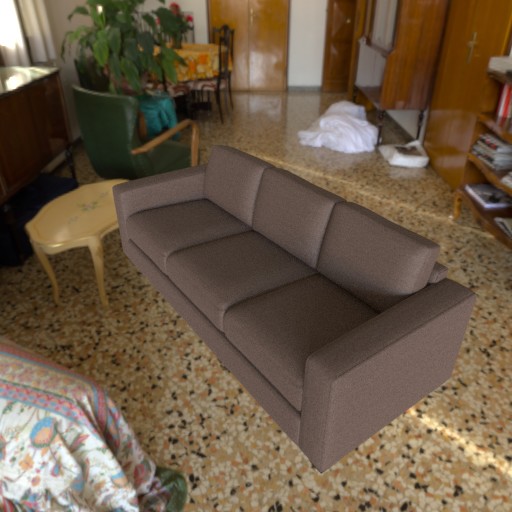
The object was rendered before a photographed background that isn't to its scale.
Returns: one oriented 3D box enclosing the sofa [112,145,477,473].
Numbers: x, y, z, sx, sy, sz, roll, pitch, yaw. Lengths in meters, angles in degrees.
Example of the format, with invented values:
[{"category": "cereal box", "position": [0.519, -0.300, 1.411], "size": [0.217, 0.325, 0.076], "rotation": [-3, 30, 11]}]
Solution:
[{"category": "sofa", "position": [0.000, 0.000, 2.571], "size": [0.900, 0.806, 2.160], "rotation": [-20, 37, -30]}]
